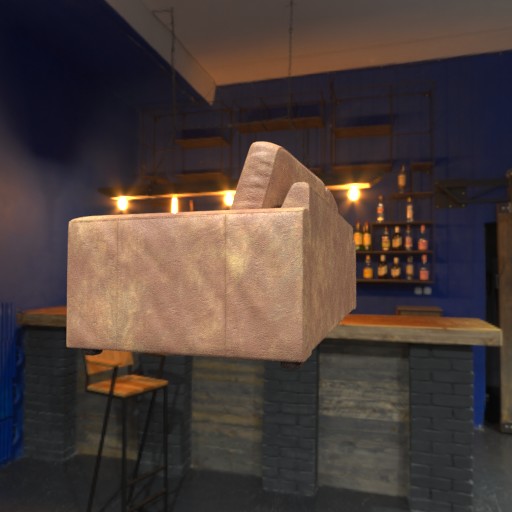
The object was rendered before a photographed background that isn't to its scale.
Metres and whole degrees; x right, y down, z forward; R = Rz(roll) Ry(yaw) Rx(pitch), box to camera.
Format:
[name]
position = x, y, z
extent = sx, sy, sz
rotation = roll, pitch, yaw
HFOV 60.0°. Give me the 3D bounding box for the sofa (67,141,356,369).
[sofa]
position = 0.000, 0.000, 2.694
extent = 1.016, 0.873, 2.179
rotation = 0, -2, 17
